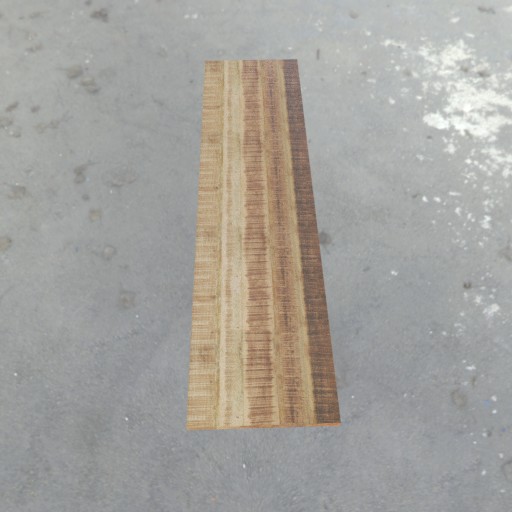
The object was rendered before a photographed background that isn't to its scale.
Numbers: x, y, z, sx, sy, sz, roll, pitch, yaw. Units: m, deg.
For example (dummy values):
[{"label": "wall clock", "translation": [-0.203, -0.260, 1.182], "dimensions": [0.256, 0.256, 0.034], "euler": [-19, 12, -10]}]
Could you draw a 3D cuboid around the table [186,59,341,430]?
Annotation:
[{"label": "table", "translation": [0.000, 0.000, 1.900], "dimensions": [0.405, 0.810, 1.524], "euler": [-1, 59, -1]}]
